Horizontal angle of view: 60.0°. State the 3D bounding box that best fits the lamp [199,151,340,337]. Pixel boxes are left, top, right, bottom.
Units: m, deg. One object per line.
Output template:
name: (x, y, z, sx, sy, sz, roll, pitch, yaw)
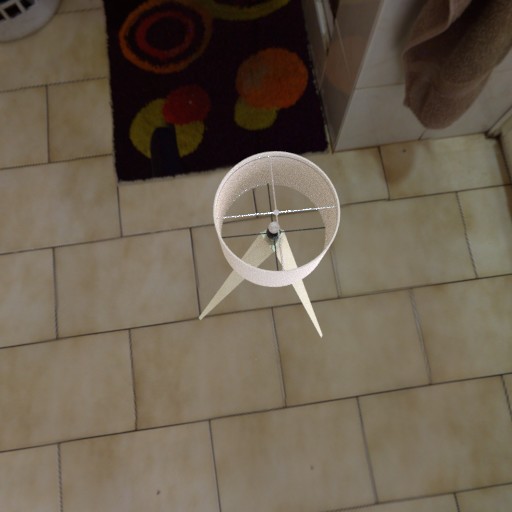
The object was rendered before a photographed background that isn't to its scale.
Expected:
lamp: (0.000, 0.000, 1.961, 0.724, 1.524, 0.716, -6, 77, -1)
